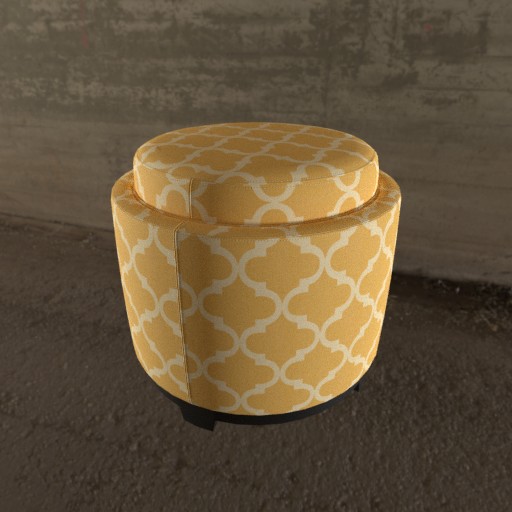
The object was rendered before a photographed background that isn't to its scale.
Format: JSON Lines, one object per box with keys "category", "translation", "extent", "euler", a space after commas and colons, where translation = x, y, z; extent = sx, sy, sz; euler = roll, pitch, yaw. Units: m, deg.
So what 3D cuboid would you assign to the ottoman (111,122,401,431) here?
{"category": "ottoman", "translation": [0.000, 0.000, 0.815], "extent": [0.480, 0.429, 0.480], "euler": [0, 27, 0]}
